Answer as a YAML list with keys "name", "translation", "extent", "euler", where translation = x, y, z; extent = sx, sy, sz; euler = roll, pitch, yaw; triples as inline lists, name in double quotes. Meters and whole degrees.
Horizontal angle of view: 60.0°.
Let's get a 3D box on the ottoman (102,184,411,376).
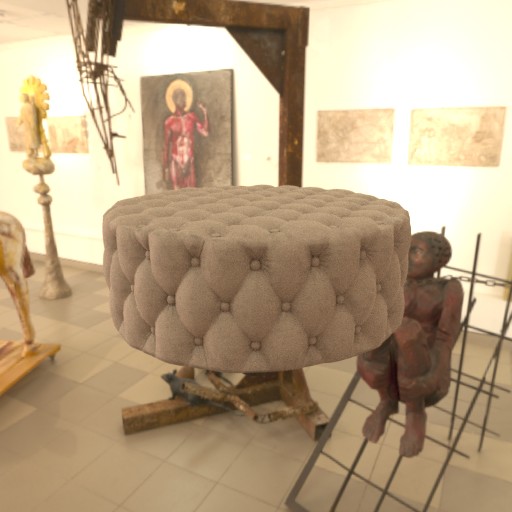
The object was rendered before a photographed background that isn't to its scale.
- name: "ottoman"
  translation: [0.000, 0.000, 1.519]
  extent: [0.998, 0.399, 0.998]
  euler: [0, 16, 0]
